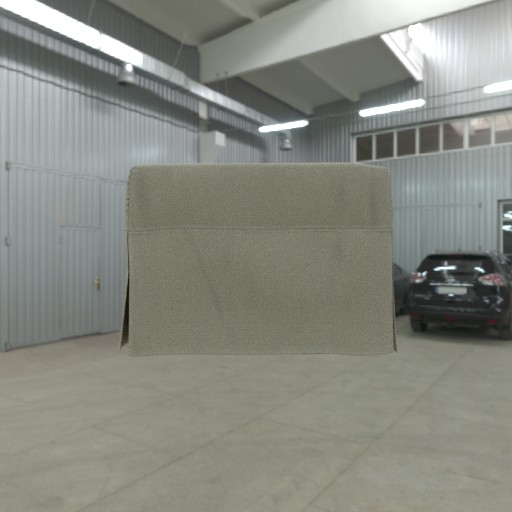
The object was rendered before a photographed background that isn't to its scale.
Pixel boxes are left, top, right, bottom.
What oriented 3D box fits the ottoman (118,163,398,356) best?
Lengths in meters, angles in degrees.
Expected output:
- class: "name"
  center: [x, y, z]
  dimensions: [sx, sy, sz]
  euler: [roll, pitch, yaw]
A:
- class: "ottoman"
  center: [0.000, 0.000, 1.693]
  dimensions: [0.665, 0.457, 1.388]
  euler: [0, 0, 0]
